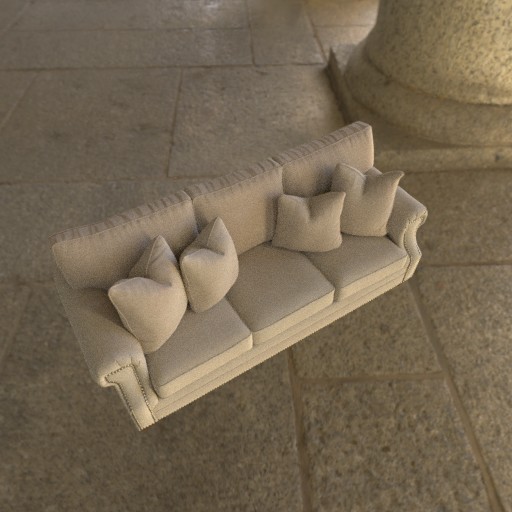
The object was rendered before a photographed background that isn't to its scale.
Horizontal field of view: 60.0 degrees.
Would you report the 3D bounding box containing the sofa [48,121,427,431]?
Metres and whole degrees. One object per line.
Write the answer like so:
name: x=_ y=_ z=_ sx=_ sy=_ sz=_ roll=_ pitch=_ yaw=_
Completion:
sofa: x=0.000 y=0.000 z=2.844 sx=2.312 sy=0.975 sz=0.965 roll=-25 pitch=52 yaw=-21
